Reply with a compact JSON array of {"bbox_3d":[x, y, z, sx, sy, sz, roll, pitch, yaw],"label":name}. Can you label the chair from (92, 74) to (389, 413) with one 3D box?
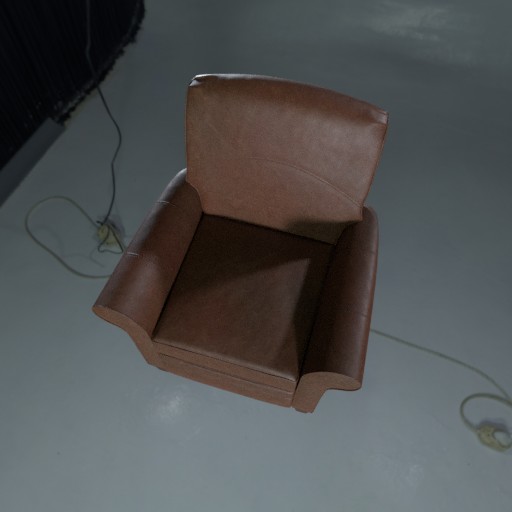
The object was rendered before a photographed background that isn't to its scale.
[{"bbox_3d":[0.000,0.000,1.802,0.978,1.061,0.902,14,58,9],"label":"chair"}]
